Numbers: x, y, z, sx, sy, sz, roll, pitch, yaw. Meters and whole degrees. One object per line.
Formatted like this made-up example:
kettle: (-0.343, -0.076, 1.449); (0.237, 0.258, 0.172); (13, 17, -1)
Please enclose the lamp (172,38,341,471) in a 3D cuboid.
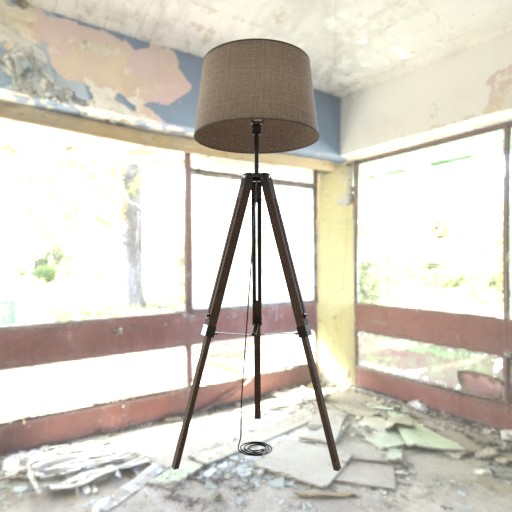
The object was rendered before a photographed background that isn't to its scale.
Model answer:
lamp: (0.000, 0.000, 1.794); (0.604, 1.510, 0.587); (0, -1, 0)
